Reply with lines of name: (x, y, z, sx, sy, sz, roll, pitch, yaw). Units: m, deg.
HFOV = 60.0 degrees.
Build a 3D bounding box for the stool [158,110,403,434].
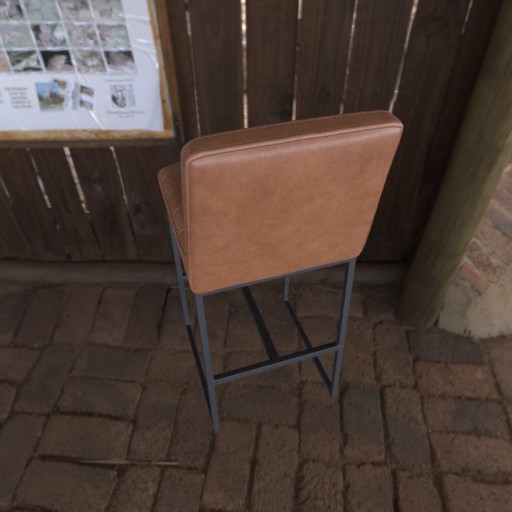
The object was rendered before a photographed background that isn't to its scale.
stool: (0.000, 0.000, 1.320, 0.458, 1.040, 0.556, -12, 43, -14)
